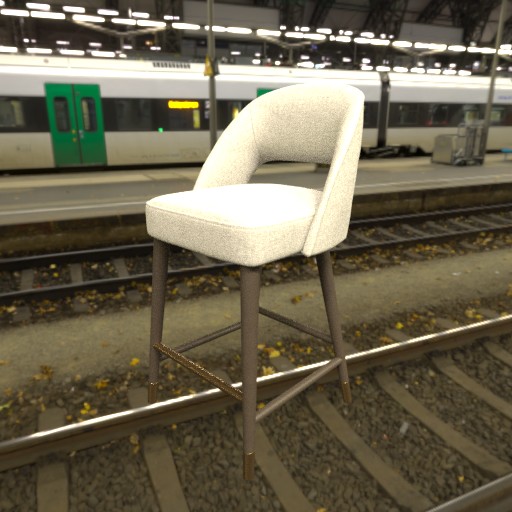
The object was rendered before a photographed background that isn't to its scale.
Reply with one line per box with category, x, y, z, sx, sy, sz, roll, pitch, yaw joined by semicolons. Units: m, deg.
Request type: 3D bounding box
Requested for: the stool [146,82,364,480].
stool;0.000;0.000;1.255;0.494;0.940;0.509;16;24;42
